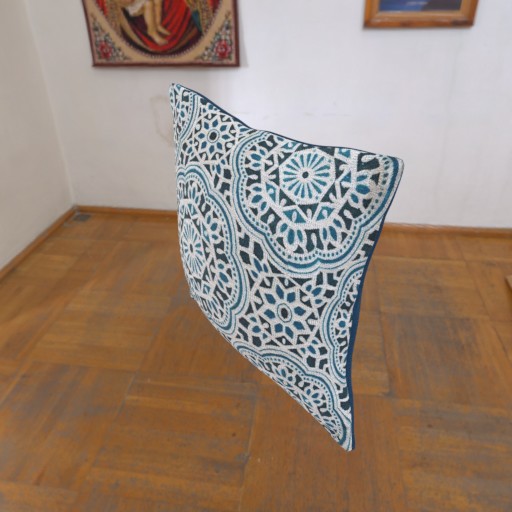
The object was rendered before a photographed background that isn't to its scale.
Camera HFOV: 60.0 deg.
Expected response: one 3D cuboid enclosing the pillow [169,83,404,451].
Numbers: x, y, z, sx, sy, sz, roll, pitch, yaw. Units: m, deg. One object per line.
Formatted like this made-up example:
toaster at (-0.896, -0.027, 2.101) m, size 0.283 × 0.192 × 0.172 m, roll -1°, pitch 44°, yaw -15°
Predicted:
pillow at (0.000, 0.000, 0.644) m, size 0.145 × 0.420 × 0.440 m, roll -22°, pitch 39°, yaw -30°
